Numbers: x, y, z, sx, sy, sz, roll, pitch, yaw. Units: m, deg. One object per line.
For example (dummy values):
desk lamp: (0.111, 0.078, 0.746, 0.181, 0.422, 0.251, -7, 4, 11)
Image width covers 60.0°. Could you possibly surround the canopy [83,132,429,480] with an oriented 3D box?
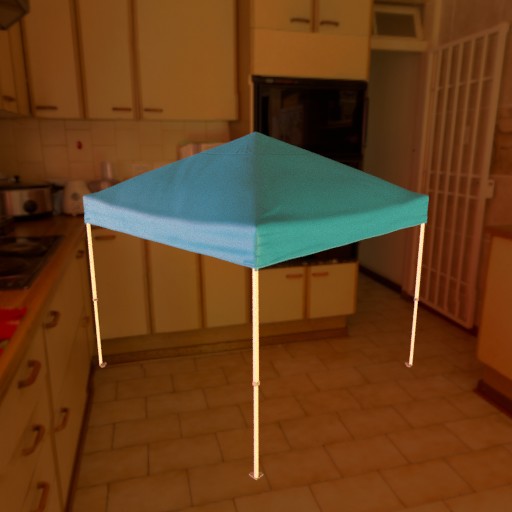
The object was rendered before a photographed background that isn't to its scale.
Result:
canopy: (0.000, 0.000, 5.553, 2.996, 2.997, 2.998, 14, 20, 43)
